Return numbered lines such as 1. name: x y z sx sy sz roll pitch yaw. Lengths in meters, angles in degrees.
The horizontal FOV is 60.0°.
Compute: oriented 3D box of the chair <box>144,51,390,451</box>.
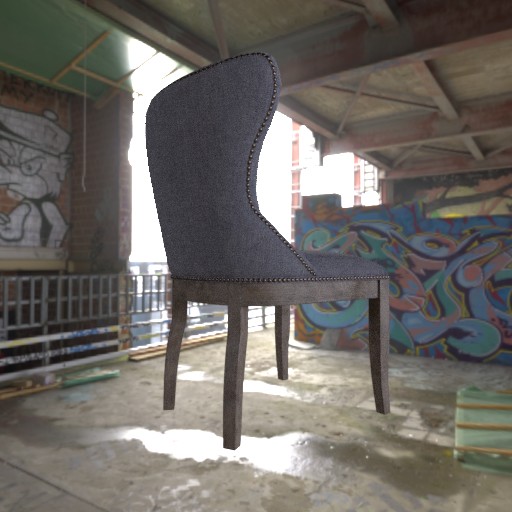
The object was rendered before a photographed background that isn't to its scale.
1. chair: 0.000 0.000 1.438 0.681 1.002 0.654 1 -1 -36
